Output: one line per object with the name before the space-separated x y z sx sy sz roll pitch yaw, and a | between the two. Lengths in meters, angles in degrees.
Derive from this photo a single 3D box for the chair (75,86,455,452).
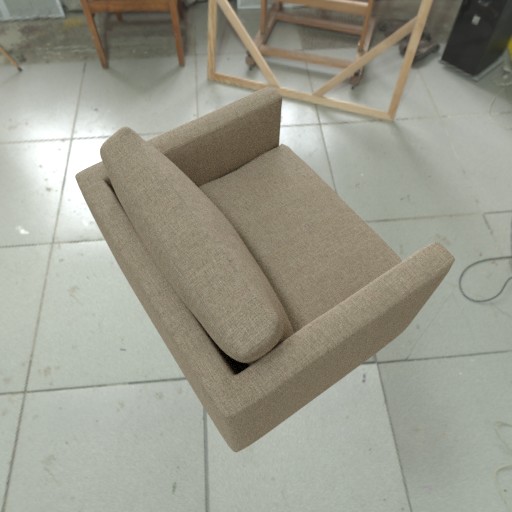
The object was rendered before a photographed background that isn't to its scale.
chair | 0.000 0.000 1.817 0.959 0.987 1.107 -30 63 -17
